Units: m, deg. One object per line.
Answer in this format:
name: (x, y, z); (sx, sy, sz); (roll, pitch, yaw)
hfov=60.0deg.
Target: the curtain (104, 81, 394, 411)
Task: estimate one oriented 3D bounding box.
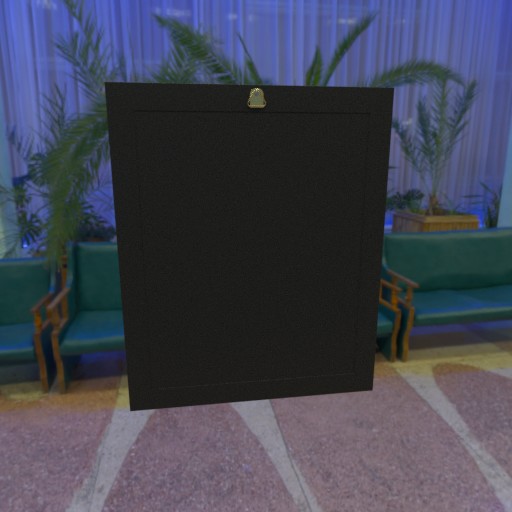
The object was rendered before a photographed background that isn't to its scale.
curtain: (0.000, 0.000, 0.807); (0.483, 0.585, 0.027); (-2, 14, -8)
